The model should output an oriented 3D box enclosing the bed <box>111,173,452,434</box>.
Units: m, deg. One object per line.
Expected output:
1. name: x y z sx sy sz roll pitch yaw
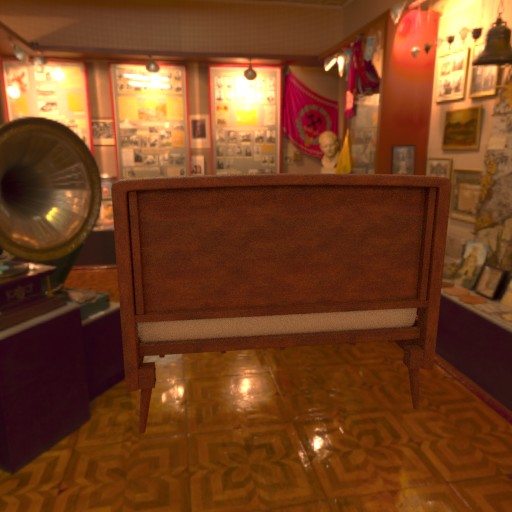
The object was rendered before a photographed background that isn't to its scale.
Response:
1. bed: 0.000 0.000 3.211 1.587 1.275 2.196 -2 13 -8
